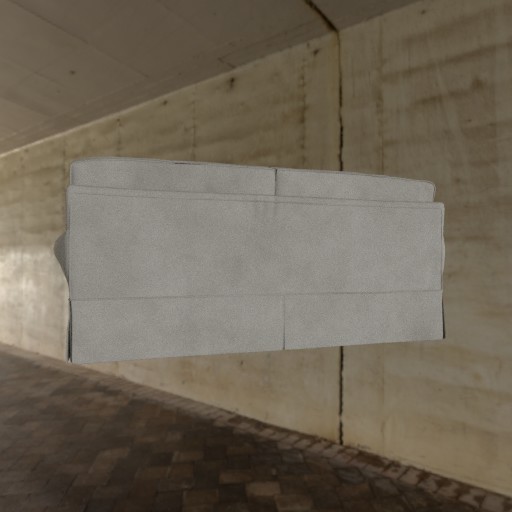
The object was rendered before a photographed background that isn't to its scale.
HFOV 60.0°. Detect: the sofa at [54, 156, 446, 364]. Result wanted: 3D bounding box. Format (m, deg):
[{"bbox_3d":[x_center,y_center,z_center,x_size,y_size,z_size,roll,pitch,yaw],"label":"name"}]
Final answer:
[{"bbox_3d":[0.000,0.000,2.758,2.246,1.014,0.900,0,0,-18],"label":"sofa"}]
